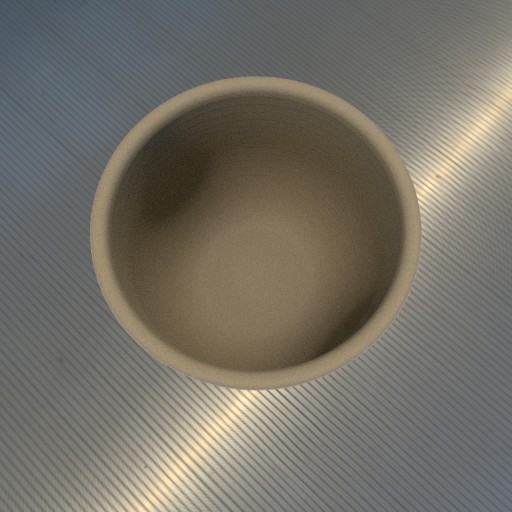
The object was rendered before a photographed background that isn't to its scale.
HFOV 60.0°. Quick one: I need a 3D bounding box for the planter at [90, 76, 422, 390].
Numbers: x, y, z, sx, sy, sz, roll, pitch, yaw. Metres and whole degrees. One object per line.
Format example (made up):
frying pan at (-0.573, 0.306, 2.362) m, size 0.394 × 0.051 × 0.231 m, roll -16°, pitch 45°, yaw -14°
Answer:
planter at (0.000, 0.000, 0.218) m, size 0.124 × 0.109 × 0.124 m, roll 0°, pitch 74°, yaw 0°
